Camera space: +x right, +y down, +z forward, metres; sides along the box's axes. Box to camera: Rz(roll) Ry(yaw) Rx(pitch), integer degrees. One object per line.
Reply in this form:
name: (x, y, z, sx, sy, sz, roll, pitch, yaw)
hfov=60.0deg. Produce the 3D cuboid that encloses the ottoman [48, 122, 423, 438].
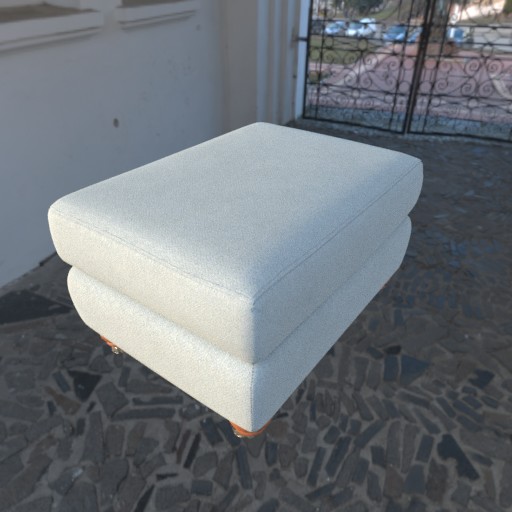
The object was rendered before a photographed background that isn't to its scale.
ottoman: (0.000, 0.000, 1.143, 0.569, 0.499, 0.773, 22, 39, 30)
